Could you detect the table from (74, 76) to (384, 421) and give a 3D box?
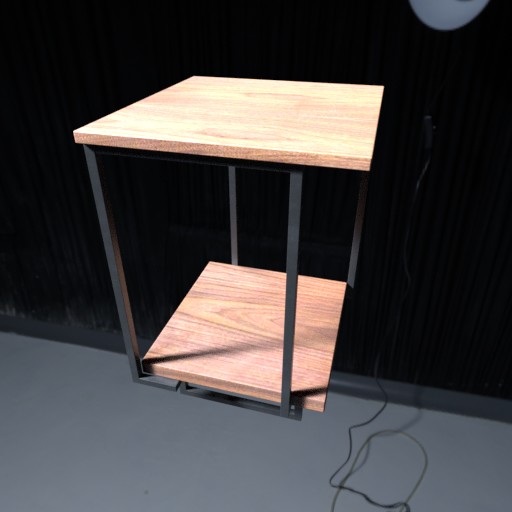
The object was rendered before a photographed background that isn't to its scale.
[{"bbox_3d":[0.000,0.000,0.854,0.384,0.567,0.411,8,33,13],"label":"table"}]
